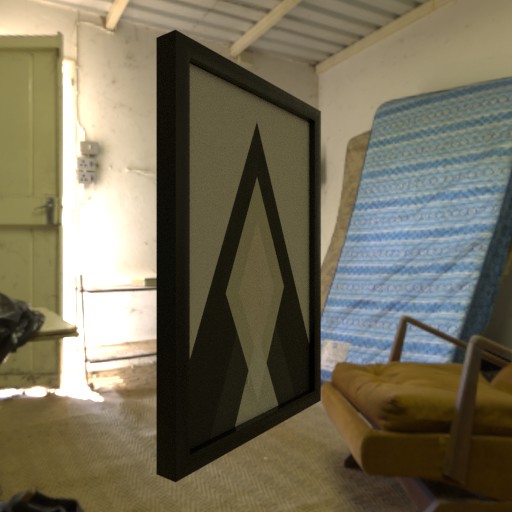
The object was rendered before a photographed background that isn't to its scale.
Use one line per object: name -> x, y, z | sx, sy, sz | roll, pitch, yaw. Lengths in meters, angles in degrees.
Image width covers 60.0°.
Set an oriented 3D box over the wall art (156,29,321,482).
wall art -> 0.000, 0.000, 0.582 | 0.031, 0.457, 0.313 | 0, 0, 36
